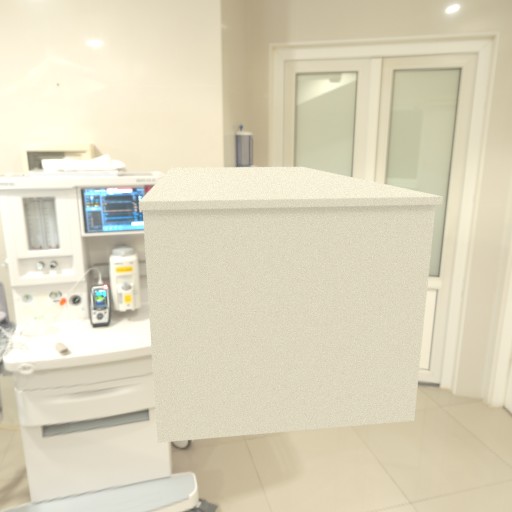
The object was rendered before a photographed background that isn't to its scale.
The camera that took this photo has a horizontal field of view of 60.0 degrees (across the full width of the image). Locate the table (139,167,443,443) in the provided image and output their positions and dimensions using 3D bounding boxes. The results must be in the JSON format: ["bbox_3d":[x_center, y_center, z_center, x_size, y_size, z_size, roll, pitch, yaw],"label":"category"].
[{"bbox_3d":[0.000,0.000,1.248,0.500,0.441,1.000,-2,14,-8],"label":"table"}]
